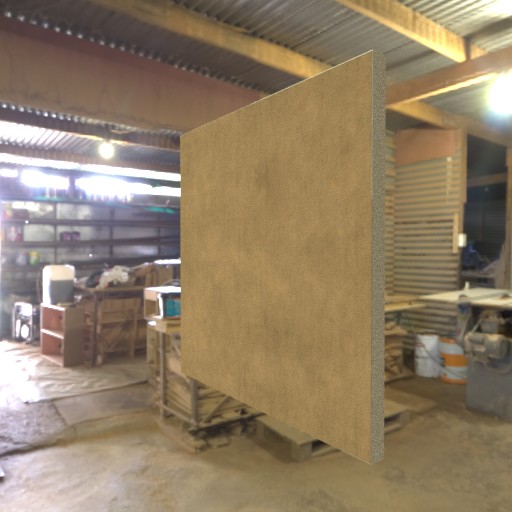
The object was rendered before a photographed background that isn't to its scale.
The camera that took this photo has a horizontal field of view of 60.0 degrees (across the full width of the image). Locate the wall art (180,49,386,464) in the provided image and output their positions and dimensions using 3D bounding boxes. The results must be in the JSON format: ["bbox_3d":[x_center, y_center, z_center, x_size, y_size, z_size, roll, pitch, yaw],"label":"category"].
[{"bbox_3d":[0.000,0.000,0.673,0.023,0.453,0.455,-1,1,-37],"label":"wall art"}]
